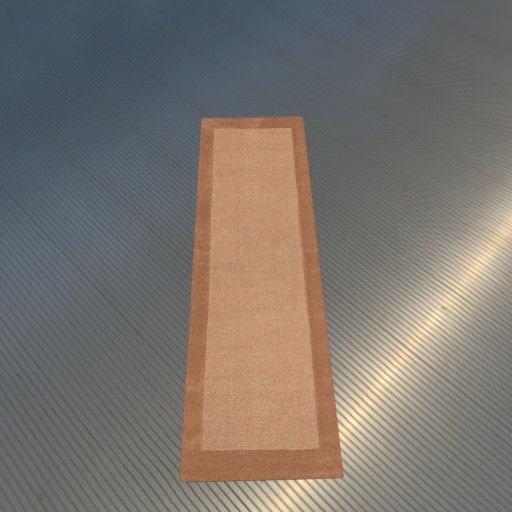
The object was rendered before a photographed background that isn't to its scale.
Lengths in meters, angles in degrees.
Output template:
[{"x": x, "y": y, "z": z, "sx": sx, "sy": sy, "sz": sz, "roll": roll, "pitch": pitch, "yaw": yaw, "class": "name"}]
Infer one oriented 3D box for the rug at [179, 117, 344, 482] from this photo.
[{"x": 0.000, "y": 0.000, "z": 2.690, "sx": 0.764, "sy": 0.017, "sz": 2.439, "roll": -1, "pitch": 58, "yaw": -1, "class": "rug"}]
